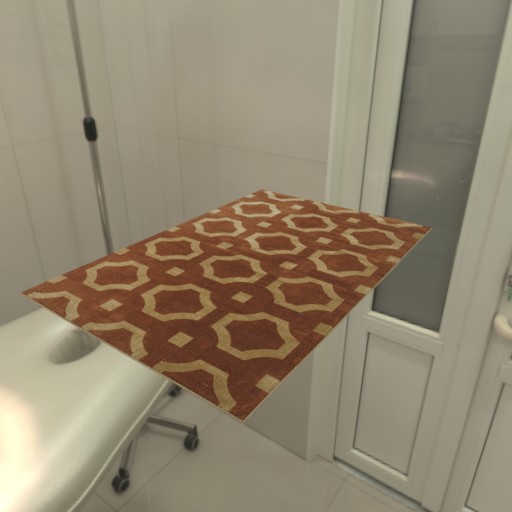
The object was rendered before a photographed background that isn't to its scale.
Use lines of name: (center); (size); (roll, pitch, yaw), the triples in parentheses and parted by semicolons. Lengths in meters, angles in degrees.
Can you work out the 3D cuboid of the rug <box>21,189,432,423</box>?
rug: (0.000, 0.000, 2.862); (1.555, 0.016, 2.286); (18, 31, 32)
